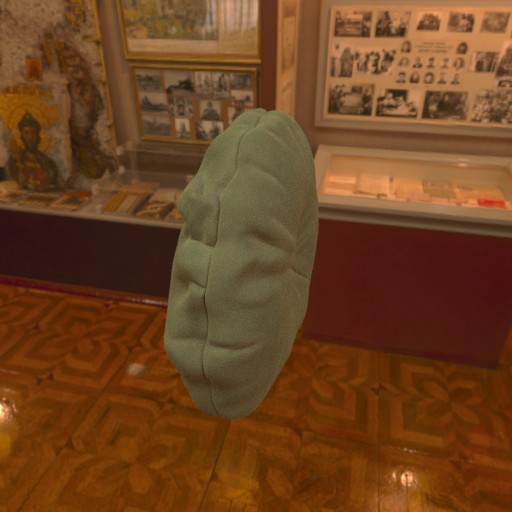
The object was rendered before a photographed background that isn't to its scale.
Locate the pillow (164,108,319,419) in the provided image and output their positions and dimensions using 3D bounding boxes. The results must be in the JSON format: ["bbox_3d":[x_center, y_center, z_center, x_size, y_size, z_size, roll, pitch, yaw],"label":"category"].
[{"bbox_3d":[0.000,0.000,0.648,0.148,0.407,0.428,8,31,13],"label":"pillow"}]
